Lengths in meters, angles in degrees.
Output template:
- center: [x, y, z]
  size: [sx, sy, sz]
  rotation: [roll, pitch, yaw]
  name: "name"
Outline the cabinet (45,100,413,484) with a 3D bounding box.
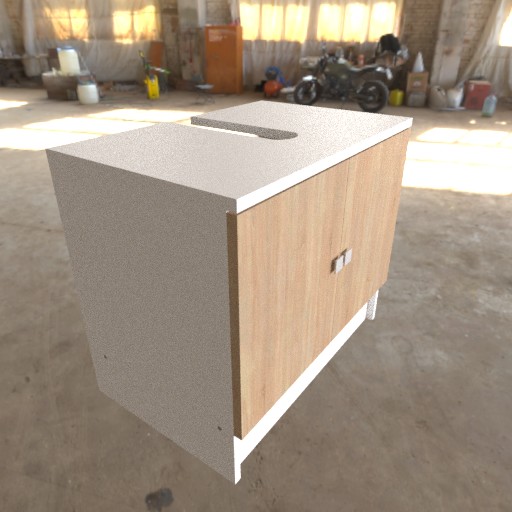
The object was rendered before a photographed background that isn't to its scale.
- center: [0.000, 0.000, 0.942]
  size: [0.400, 0.522, 0.600]
  rotation: [19, 33, 31]
  name: "cabinet"
